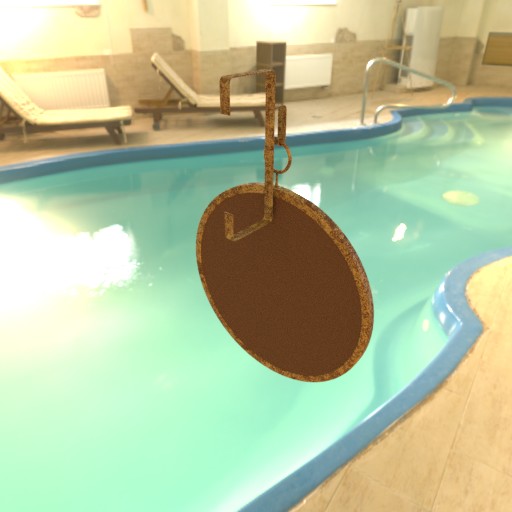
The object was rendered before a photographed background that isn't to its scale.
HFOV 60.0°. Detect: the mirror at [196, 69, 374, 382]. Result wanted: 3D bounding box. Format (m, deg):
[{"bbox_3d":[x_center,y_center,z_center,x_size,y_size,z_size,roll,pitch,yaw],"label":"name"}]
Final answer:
[{"bbox_3d":[0.000,0.000,0.840,0.447,0.651,0.144,22,37,34],"label":"mirror"}]
